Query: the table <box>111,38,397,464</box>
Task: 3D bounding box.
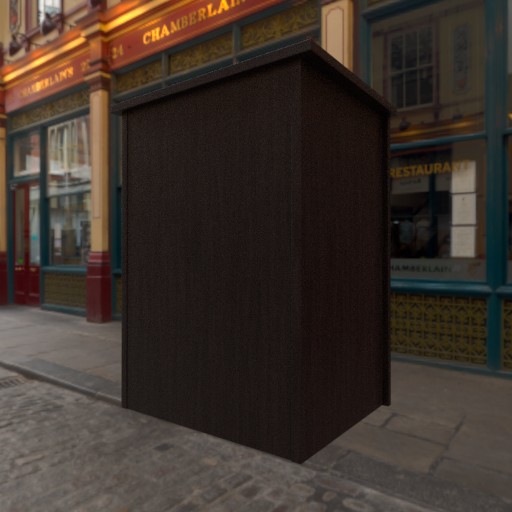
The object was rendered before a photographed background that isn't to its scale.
[{"bbox_3d":[0.000,0.000,0.944,0.480,0.635,0.381,0,0,36],"label":"table"}]
